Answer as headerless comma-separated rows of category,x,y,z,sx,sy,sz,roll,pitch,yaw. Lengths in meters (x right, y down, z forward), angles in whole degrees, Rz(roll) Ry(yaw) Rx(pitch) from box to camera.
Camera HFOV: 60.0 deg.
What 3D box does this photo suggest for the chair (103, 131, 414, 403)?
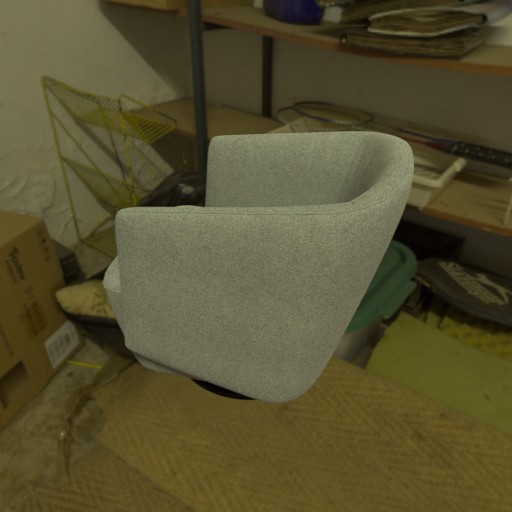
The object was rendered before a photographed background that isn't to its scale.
chair,0.000,0.000,1.654,0.986,0.861,0.822,8,32,14
